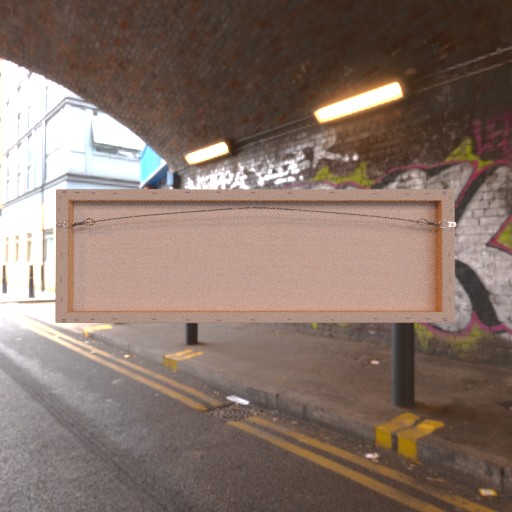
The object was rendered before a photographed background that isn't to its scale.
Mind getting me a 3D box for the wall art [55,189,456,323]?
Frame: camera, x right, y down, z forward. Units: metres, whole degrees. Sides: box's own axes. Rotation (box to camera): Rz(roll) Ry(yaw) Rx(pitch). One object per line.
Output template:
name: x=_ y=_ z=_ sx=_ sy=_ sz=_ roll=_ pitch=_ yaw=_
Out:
wall art: x=0.000 y=0.000 z=0.841 sx=0.759 sy=0.254 sz=0.044 roll=0 pitch=-1 yaw=0
